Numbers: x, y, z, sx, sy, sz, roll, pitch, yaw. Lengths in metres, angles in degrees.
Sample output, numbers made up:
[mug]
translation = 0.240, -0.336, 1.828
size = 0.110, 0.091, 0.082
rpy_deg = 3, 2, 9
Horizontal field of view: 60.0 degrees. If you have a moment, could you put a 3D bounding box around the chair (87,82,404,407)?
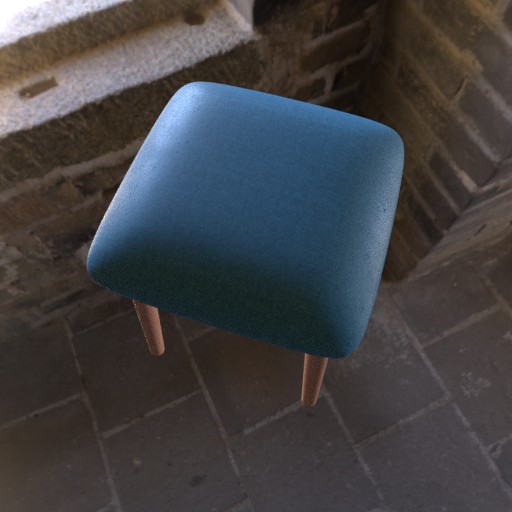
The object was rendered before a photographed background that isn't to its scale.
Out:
[chair]
translation = 0.000, 0.000, 0.742
size = 0.360, 0.450, 0.360
rpy_deg = 16, 65, 8
